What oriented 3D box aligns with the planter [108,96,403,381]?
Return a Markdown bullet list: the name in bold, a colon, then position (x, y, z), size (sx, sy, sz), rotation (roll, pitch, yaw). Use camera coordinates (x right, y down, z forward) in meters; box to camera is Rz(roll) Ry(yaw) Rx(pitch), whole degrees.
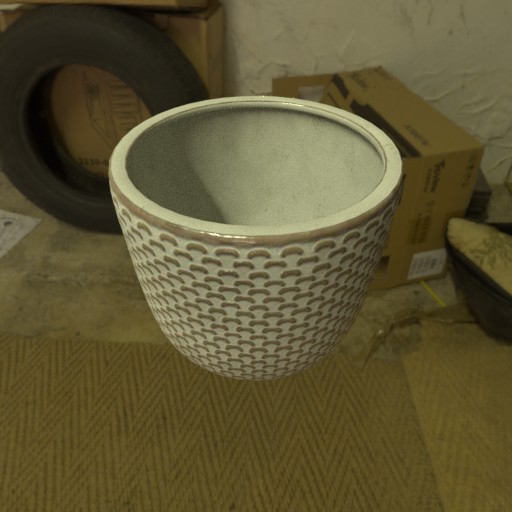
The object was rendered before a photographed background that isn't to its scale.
- **planter**: position (0.000, 0.000, 0.361), size (0.197, 0.191, 0.197), rotation (0, 41, 0)
